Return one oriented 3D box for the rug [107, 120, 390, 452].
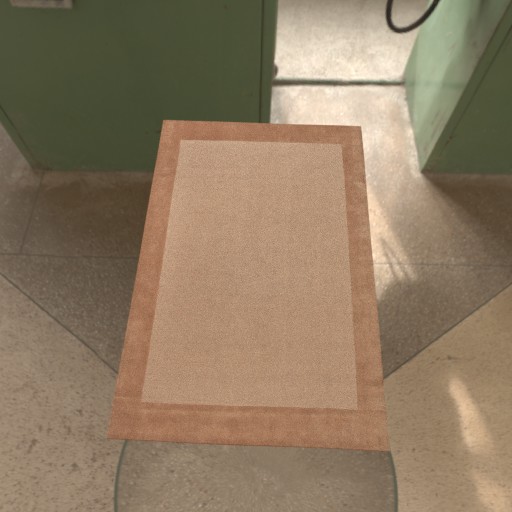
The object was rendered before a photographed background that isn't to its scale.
[{"bbox_3d":[0.000,0.000,2.317,1.219,0.014,1.829,2,63,1],"label":"rug"}]
